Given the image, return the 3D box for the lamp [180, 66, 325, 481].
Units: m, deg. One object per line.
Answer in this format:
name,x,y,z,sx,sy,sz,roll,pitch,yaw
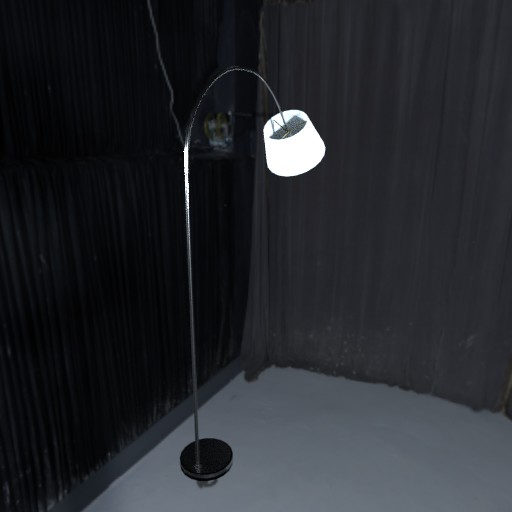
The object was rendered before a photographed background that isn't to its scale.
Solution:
lamp,0.000,0.000,2.680,0.406,2.098,1.445,8,17,27
